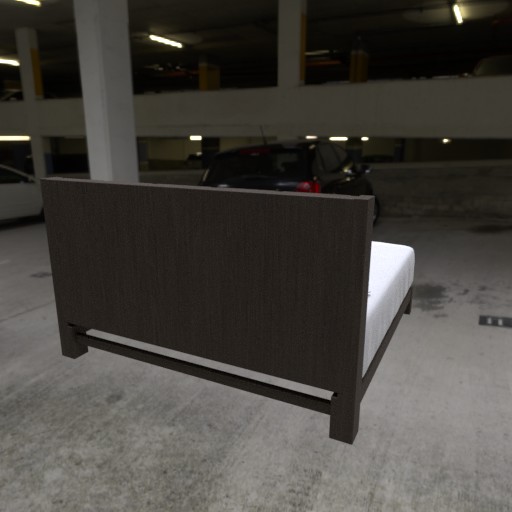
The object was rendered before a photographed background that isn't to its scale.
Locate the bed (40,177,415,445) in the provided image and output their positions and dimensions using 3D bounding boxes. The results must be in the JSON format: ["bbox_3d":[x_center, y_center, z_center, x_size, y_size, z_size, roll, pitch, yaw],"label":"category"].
[{"bbox_3d":[0.000,0.000,3.448,2.134,1.270,2.012,8,17,26],"label":"bed"}]
